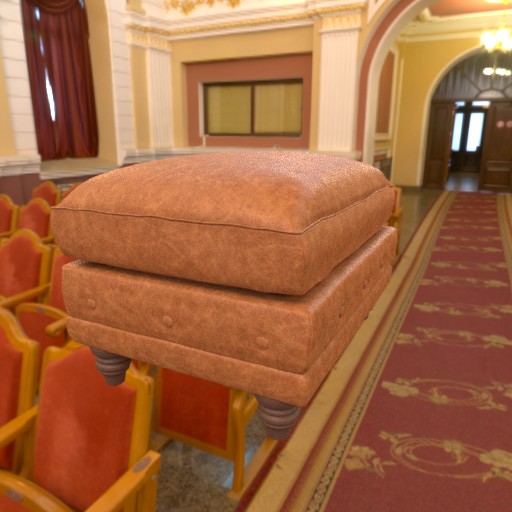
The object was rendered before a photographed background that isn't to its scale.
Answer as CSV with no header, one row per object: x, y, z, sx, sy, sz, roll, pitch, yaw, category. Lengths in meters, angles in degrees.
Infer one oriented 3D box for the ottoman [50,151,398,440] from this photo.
0.000,0.000,1.051,0.533,0.480,0.710,8,17,26,ottoman
